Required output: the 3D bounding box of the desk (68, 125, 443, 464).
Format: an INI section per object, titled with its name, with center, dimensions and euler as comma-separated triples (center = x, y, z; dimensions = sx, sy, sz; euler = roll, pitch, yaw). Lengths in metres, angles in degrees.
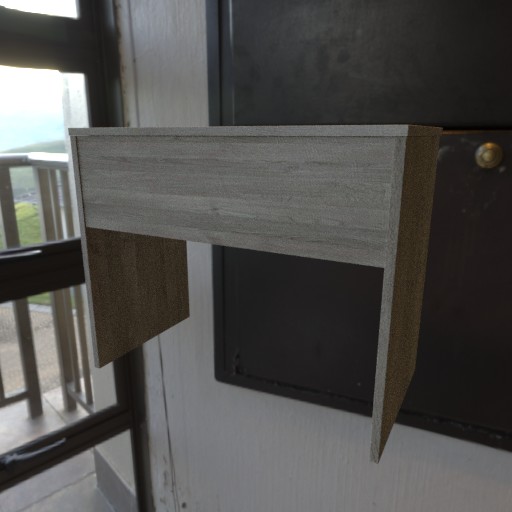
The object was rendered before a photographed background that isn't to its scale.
[desk]
center = 0.000, 0.000, 1.305
dimensions = 0.893, 0.724, 0.498
euler = 8, 17, 27
